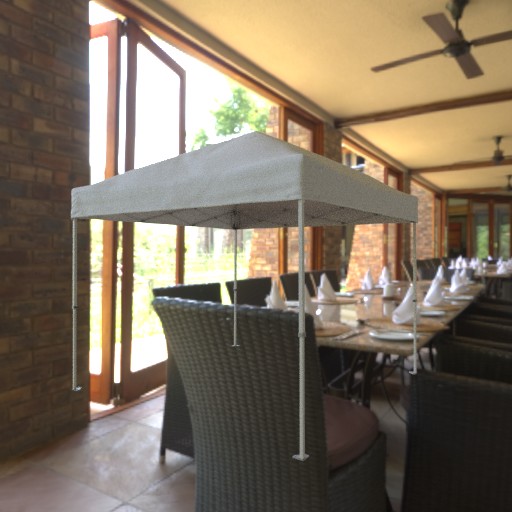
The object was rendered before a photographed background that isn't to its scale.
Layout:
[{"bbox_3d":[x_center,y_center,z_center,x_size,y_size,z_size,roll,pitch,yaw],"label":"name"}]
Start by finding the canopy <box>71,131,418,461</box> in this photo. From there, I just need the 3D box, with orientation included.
[{"bbox_3d":[0.000,0.000,5.320,2.996,2.997,2.998,0,0,35],"label":"canopy"}]
